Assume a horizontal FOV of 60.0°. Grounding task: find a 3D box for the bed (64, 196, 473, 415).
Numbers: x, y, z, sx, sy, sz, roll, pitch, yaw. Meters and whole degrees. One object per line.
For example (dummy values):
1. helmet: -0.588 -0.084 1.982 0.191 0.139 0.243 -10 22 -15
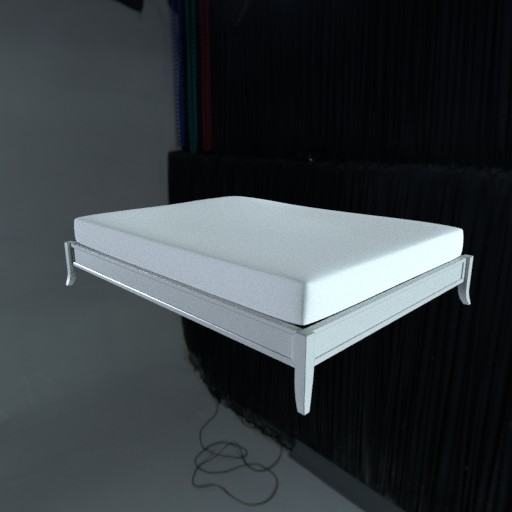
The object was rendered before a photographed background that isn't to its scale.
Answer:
1. bed: 0.000 0.000 2.819 1.604 0.510 2.108 -14 21 -43
